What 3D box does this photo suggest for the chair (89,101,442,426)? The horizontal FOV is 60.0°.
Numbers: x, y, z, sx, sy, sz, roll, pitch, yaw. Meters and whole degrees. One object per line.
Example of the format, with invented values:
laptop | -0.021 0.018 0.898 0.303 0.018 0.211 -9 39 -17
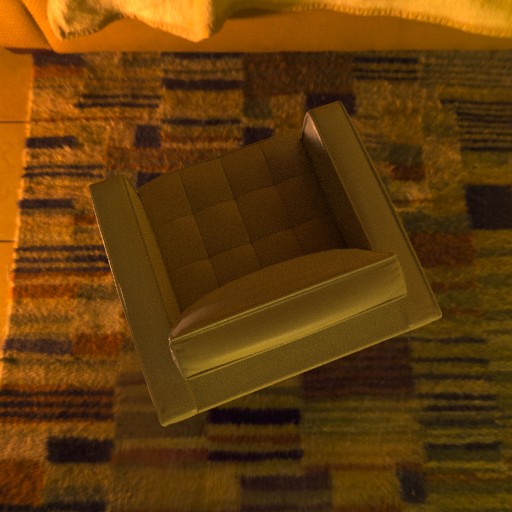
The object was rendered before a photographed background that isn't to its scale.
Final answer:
chair | 0.000 0.000 1.555 0.928 0.773 0.843 -20 77 -5
